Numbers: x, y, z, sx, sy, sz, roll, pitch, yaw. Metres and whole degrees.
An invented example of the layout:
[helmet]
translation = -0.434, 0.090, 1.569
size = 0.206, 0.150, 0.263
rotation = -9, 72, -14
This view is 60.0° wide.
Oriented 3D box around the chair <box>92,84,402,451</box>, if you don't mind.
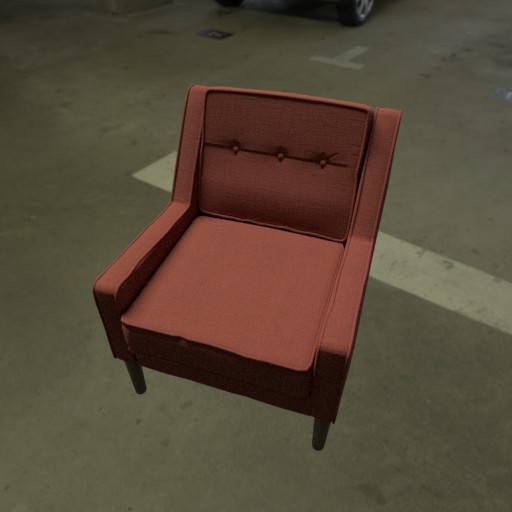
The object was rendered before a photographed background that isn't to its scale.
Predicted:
[chair]
translation = 0.000, 0.000, 1.359
size = 0.680, 0.812, 0.770
rotation = 12, 42, 14
